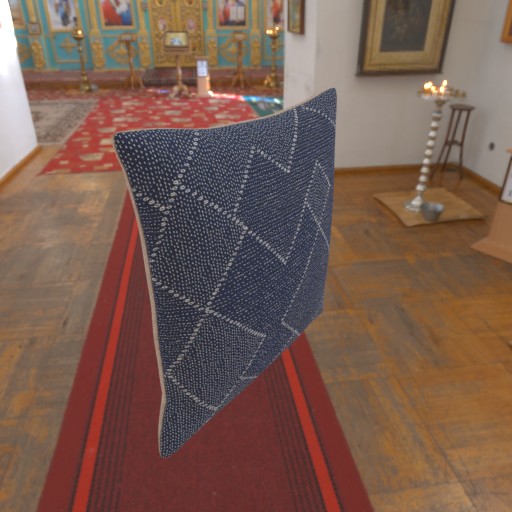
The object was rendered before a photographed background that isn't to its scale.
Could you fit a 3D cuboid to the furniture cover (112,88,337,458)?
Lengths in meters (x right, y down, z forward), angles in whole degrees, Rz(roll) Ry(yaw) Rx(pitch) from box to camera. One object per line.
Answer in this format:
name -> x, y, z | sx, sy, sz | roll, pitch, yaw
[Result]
furniture cover -> 0.000, 0.000, 0.763 | 0.162, 0.503, 0.511 | 19, 33, 32
